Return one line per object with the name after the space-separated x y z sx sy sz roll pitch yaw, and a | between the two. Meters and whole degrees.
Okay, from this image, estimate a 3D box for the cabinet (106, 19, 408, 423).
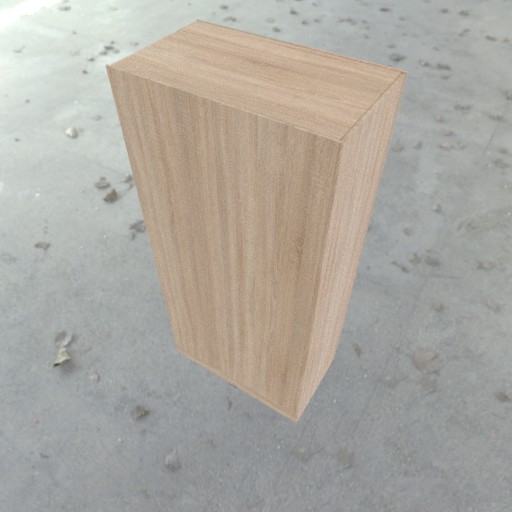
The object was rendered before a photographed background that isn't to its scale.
0.000 0.000 2.471 1.001 2.121 0.590 25 52 21 | cabinet
